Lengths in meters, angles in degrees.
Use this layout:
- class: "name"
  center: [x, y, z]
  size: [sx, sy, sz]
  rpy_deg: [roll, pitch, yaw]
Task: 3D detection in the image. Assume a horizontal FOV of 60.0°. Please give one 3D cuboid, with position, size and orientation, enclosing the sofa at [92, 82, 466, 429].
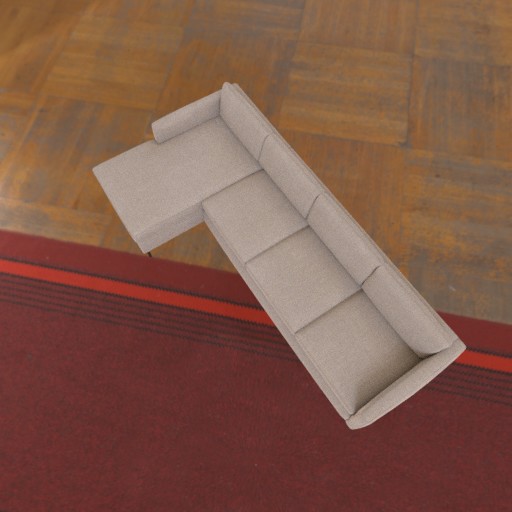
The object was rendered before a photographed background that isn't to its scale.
- class: "sofa"
  center: [0.000, 0.000, 3.472]
  size: [1.469, 0.816, 2.923]
  rpy_deg: [-31, 69, -14]
